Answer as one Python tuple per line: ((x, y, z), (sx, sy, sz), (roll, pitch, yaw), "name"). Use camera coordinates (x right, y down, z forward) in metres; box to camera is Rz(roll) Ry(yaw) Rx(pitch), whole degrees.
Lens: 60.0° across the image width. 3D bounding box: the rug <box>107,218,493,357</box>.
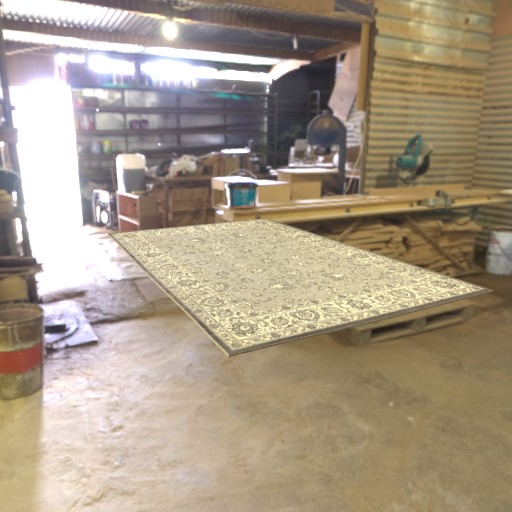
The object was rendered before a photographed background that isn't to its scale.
((0.000, 0.000, 2.998), (1.524, 0.011, 2.438), (-8, 17, -27), "rug")
